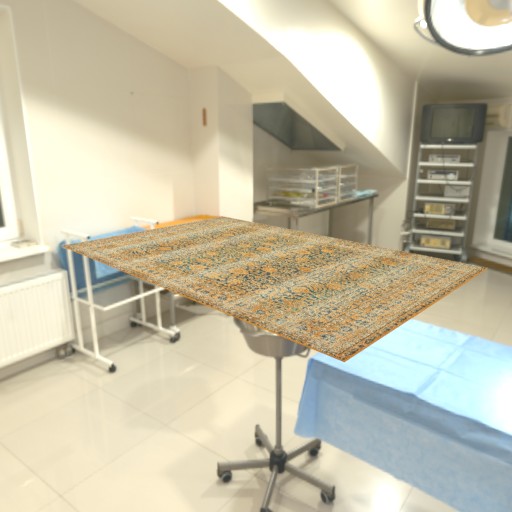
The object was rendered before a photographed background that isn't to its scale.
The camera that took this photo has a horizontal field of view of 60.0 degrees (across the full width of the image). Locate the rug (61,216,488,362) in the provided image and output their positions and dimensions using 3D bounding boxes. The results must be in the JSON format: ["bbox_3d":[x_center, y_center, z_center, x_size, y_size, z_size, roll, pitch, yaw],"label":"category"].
[{"bbox_3d":[0.000,0.000,2.870,2.336,0.007,1.525,15,22,42],"label":"rug"}]
